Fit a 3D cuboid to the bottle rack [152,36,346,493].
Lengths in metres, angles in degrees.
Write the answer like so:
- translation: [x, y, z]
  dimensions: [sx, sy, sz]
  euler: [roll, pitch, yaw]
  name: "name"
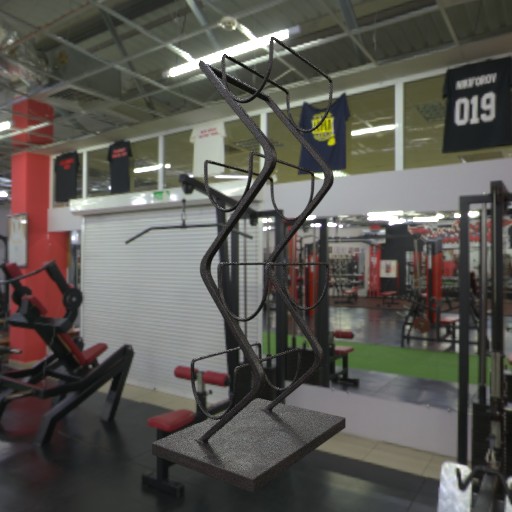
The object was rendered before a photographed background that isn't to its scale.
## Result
- translation: [0.000, 0.000, 0.676]
  dimensions: [0.178, 0.559, 0.254]
  euler: [-1, -1, 36]
  name: "bottle rack"
